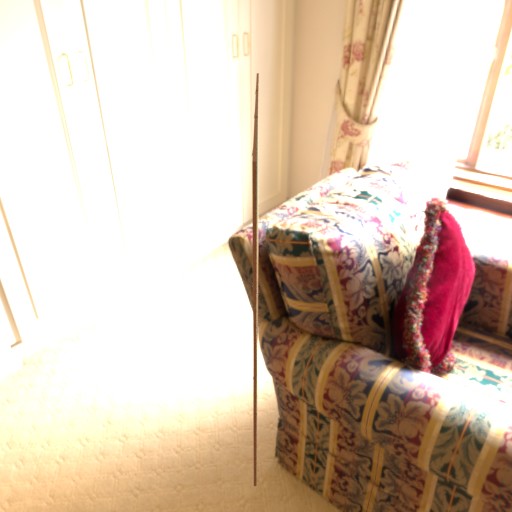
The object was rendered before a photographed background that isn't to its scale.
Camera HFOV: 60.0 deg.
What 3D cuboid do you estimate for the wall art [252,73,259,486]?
[{"bbox_3d":[0.000,0.000,2.287,0.019,1.532,1.533,0,31,0],"label":"wall art"}]
